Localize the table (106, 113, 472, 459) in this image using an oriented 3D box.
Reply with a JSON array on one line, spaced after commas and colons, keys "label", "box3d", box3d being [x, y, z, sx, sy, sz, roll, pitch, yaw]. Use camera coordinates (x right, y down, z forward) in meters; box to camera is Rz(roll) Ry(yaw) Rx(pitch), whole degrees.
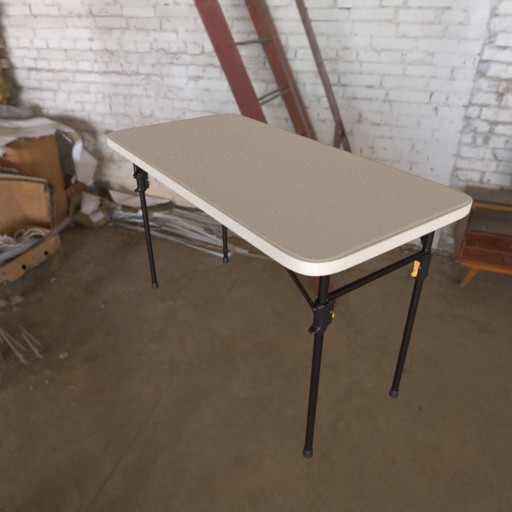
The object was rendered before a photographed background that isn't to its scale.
[{"label": "table", "box3d": [0.000, 0.000, 1.622, 0.610, 0.729, 1.219, -20, 36, -30]}]
